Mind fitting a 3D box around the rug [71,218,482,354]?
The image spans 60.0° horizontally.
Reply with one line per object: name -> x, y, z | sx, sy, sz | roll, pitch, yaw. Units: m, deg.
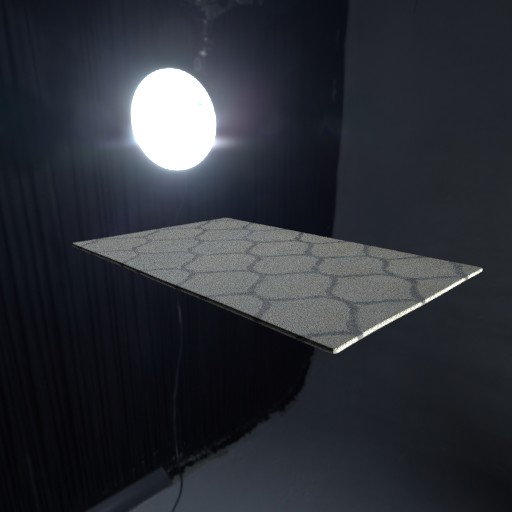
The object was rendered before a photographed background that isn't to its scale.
rug -> 0.000, 0.000, 2.942 | 1.501, 0.024, 2.348 | -14, 21, -43
